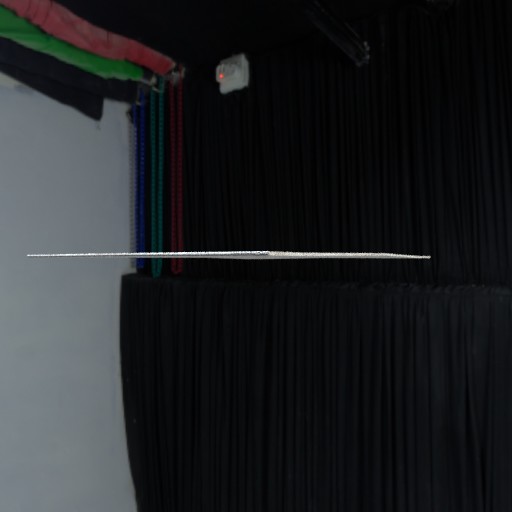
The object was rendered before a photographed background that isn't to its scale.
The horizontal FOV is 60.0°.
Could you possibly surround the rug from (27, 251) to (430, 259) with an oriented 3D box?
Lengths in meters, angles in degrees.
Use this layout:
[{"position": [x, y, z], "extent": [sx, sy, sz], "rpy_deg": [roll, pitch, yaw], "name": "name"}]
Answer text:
[{"position": [0.000, 0.000, 5.049], "extent": [2.873, 0.053, 3.778], "rpy_deg": [0, -1, 36], "name": "rug"}]
